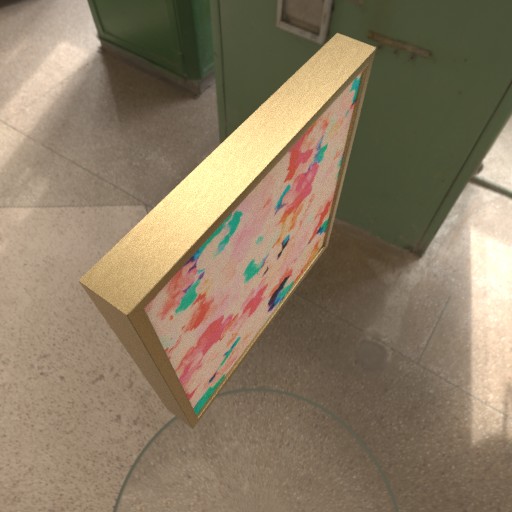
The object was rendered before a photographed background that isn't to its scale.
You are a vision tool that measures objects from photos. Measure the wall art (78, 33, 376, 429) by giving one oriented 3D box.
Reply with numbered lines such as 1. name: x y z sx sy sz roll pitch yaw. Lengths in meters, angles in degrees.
1. wall art: 0.000 0.000 0.445 0.038 0.305 0.304 31 63 18
